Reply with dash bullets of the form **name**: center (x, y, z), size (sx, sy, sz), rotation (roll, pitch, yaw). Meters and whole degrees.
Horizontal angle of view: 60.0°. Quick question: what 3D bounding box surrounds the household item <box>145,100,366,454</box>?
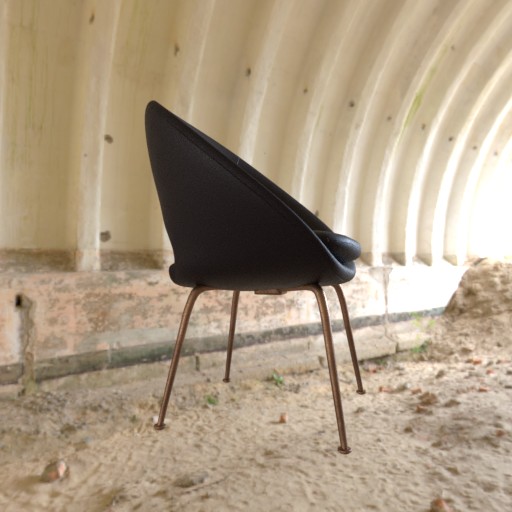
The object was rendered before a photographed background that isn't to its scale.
- **household item**: center (0.000, 0.000, 1.242), size (0.573, 0.852, 0.623), rotation (0, -1, 18)
